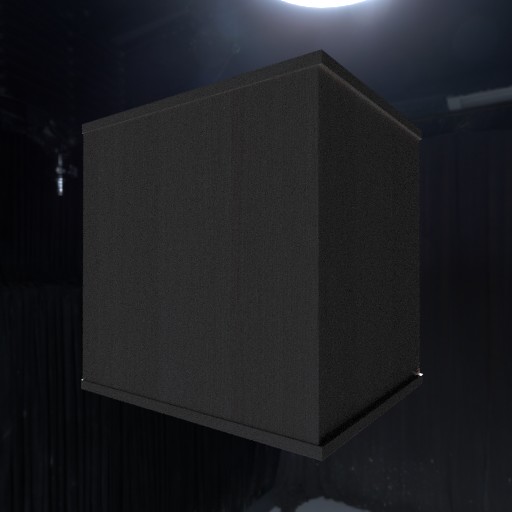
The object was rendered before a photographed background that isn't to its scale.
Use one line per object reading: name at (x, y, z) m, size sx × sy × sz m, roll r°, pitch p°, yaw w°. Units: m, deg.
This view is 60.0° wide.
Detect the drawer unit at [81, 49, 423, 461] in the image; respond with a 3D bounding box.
drawer unit at (0.000, 0.000, 0.589) m, size 0.349 × 0.344 × 0.290 m, roll 0°, pitch -1°, yaw 36°
